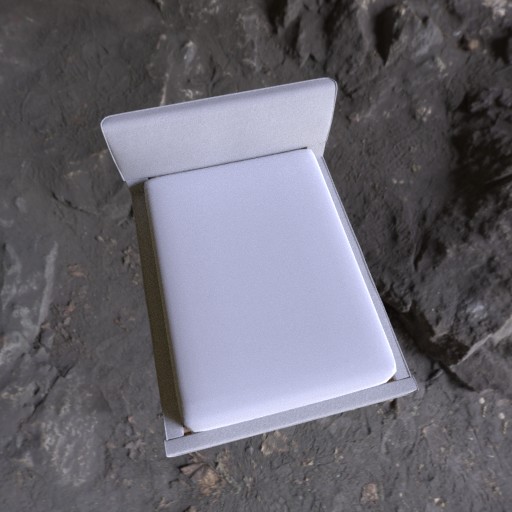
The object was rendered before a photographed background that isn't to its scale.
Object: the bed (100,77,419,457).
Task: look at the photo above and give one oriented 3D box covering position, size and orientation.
[{"bbox_3d":[0.000,0.000,3.345,1.840,1.067,2.368,-12,63,-6],"label":"bed"}]
